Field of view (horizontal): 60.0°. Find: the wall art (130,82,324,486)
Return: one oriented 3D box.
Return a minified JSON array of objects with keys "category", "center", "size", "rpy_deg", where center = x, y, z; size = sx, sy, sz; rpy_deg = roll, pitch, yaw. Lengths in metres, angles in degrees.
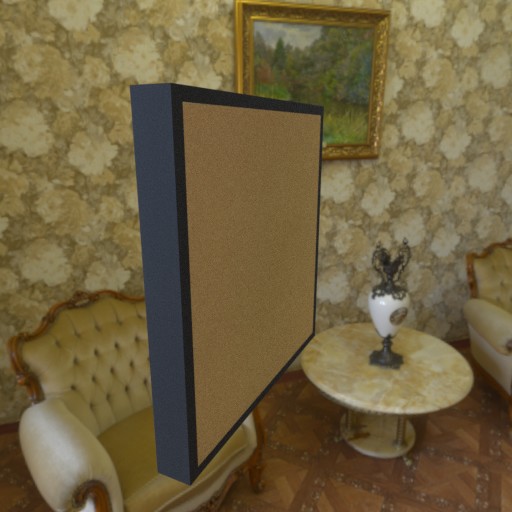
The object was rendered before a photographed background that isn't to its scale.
[{"category":"wall art","center":[0.000,0.000,0.455],"size":[0.033,0.304,0.305],"rpy_deg":[8,17,25]}]
